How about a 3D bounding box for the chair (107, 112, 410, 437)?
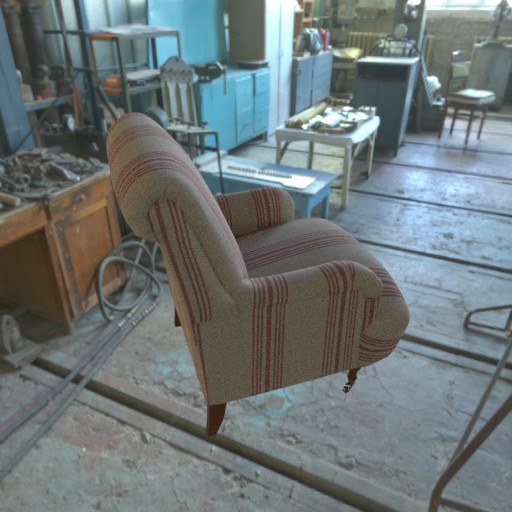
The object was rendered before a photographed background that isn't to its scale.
[{"bbox_3d":[0.000,0.000,1.881,1.058,1.123,0.933,-10,31,-17],"label":"chair"}]
